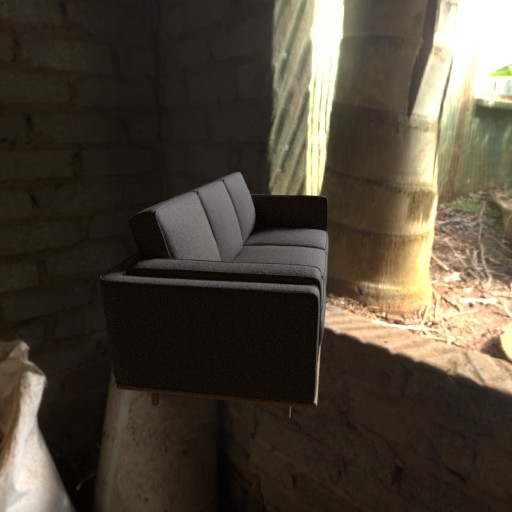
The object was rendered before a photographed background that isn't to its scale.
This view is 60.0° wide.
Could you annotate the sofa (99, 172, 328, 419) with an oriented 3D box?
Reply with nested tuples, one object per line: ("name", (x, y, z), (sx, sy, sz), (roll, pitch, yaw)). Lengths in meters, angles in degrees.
("sofa", (0.000, 0.000, 2.819), (0.903, 0.899, 2.362), (3, 16, 9))
